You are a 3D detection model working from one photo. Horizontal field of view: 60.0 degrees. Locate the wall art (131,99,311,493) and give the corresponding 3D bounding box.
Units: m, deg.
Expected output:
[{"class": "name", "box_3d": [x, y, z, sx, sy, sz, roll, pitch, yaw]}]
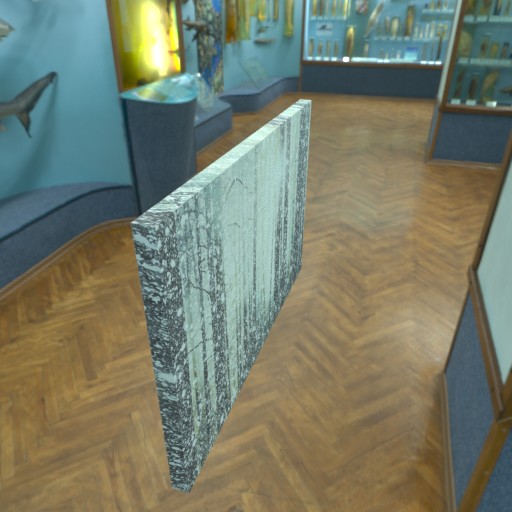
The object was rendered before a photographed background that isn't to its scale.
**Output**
[{"class": "wall art", "box_3d": [0.000, 0.000, 1.124, 0.038, 0.598, 0.919, 10, 31, 17]}]
